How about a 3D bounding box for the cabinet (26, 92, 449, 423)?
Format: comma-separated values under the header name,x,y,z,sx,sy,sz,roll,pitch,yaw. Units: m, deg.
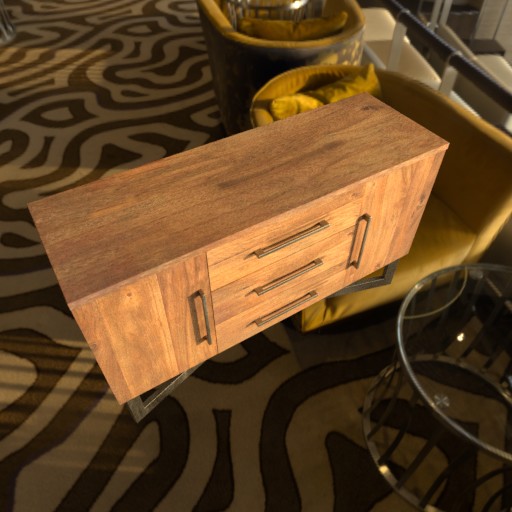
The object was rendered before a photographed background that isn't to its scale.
name,x,y,z,sx,sy,sz,roll,pitch,yaw
cabinet,0.000,0.000,1.772,1.373,0.812,0.480,-24,52,-21
